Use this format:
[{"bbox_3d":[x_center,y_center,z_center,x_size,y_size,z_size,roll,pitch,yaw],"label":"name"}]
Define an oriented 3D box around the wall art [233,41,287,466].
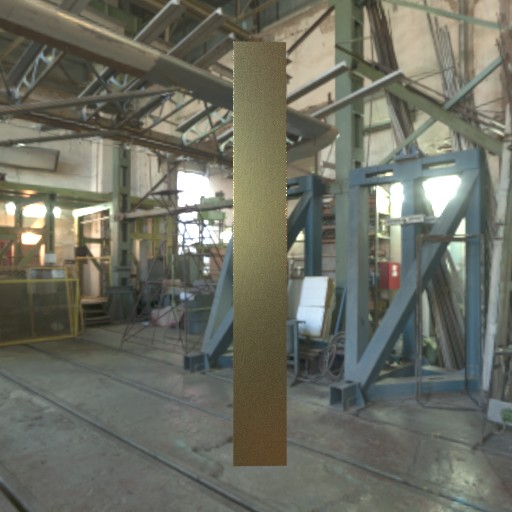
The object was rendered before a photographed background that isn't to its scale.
[{"bbox_3d":[0.000,0.000,0.470,0.038,0.304,0.304,0,-1,-1],"label":"wall art"}]
